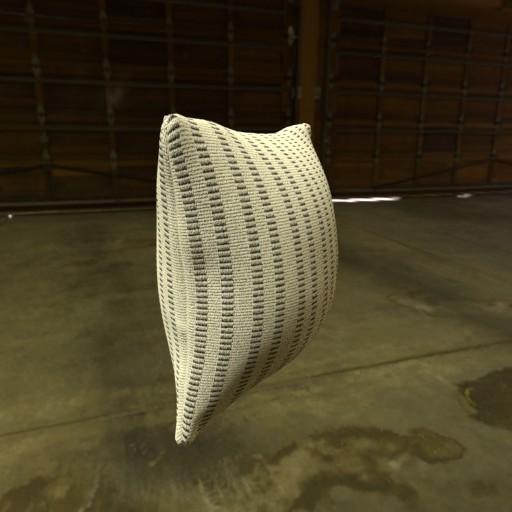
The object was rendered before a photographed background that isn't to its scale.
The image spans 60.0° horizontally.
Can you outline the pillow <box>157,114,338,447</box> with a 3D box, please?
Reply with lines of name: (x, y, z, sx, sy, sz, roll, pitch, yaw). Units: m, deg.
pillow: (0.000, 0.000, 0.711, 0.247, 0.419, 0.438, 7, 17, 25)
